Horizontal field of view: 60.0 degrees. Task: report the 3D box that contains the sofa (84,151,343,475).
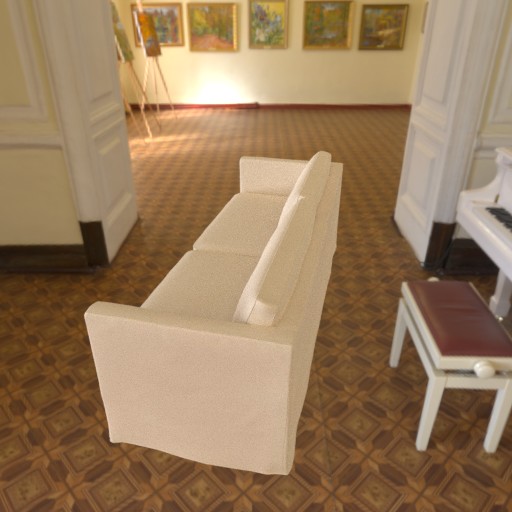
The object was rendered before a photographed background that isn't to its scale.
[{"bbox_3d":[0.000,0.000,3.273,1.036,0.999,2.779,7,29,12],"label":"sofa"}]
